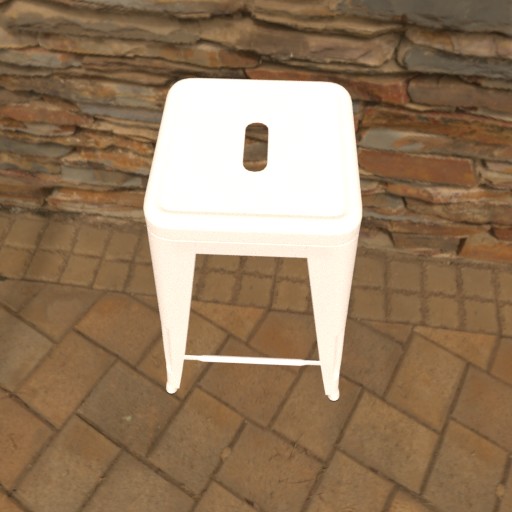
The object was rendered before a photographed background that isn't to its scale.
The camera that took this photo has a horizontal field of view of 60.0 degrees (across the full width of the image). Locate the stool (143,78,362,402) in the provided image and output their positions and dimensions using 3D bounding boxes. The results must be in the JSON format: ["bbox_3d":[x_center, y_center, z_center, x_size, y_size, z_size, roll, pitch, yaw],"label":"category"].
[{"bbox_3d":[0.000,0.000,0.873,0.406,0.610,0.406,2,59,1],"label":"stool"}]
